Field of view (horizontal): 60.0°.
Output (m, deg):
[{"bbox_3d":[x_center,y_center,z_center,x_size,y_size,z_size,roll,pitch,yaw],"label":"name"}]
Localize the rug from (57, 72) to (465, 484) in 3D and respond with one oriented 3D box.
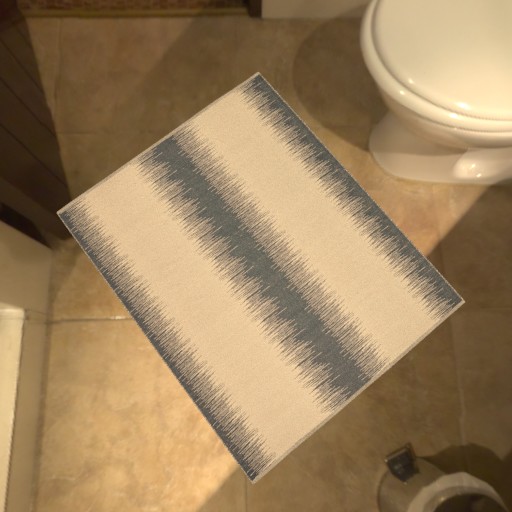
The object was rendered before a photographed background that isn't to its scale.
[{"bbox_3d":[0.000,0.000,4.112,2.453,0.004,3.037,-38,80,-8],"label":"rug"}]
